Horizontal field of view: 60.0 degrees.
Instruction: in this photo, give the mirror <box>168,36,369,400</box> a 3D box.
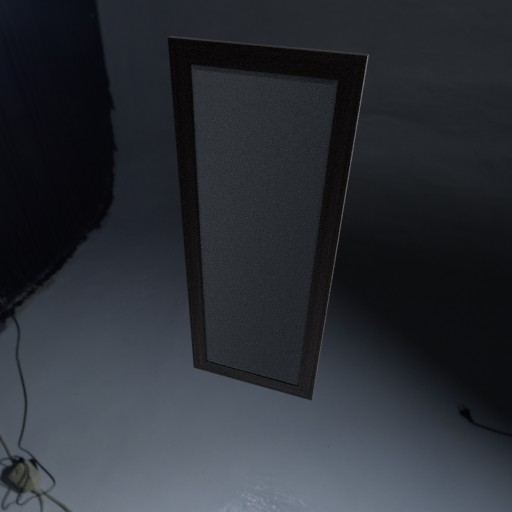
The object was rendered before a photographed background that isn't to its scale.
[{"bbox_3d":[0.000,0.000,2.323,0.812,2.020,0.221,12,42,13],"label":"mirror"}]
